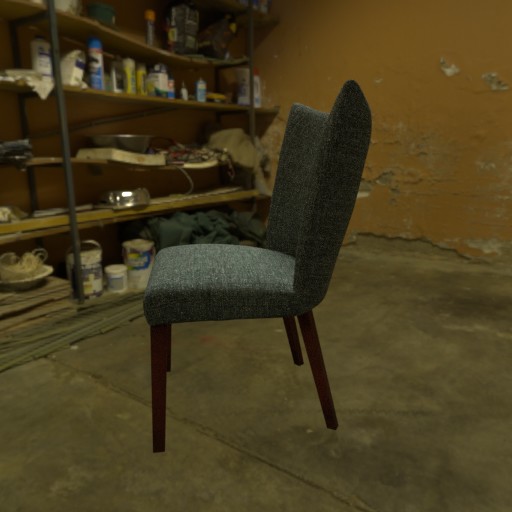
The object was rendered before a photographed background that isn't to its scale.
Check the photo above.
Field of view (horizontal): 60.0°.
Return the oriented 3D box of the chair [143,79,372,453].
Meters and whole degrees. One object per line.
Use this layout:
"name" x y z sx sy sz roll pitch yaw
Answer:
"chair" 0.000 0.000 1.319 0.623 0.924 0.535 -2 13 -8
